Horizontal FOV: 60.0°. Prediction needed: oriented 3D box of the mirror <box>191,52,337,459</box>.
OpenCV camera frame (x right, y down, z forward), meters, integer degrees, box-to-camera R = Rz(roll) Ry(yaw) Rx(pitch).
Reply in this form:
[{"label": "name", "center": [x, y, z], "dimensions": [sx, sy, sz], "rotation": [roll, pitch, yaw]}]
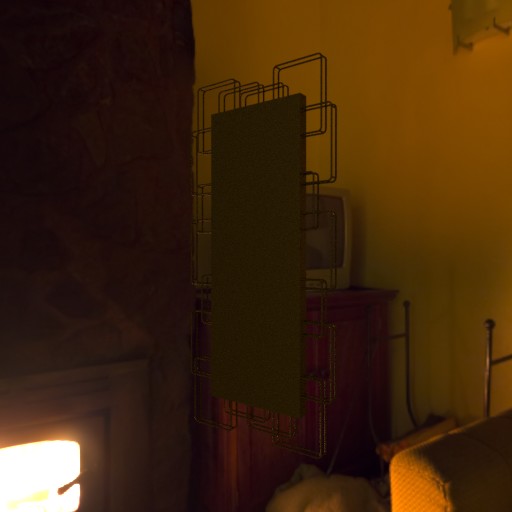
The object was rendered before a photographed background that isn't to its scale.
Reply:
[{"label": "mirror", "center": [0.000, 0.000, 1.453], "dimensions": [0.565, 1.192, 0.037], "rotation": [0, 1, 36]}]
